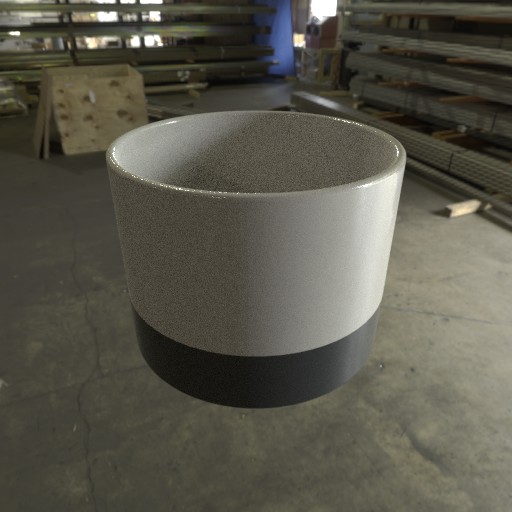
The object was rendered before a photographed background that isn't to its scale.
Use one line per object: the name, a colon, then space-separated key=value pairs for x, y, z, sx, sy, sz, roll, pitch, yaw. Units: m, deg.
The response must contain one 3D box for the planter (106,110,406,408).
planter: x=0.000 y=0.000 z=0.339 sx=0.193 sy=0.177 sz=0.193 roll=0 pitch=30 yaw=0
